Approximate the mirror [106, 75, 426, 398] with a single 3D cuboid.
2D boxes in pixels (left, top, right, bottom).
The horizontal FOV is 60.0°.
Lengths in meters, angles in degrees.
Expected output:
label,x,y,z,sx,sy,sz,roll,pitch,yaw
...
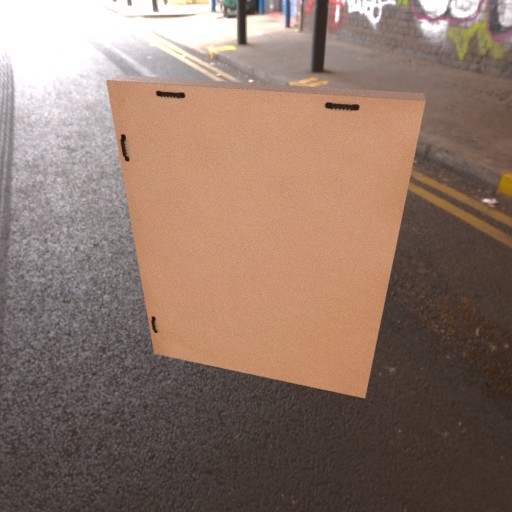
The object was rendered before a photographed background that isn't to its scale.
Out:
label,x,y,z,sx,sy,sz,roll,pitch,yaw
mirror,0.000,0.000,0.696,0.405,0.508,0.041,9,34,13
